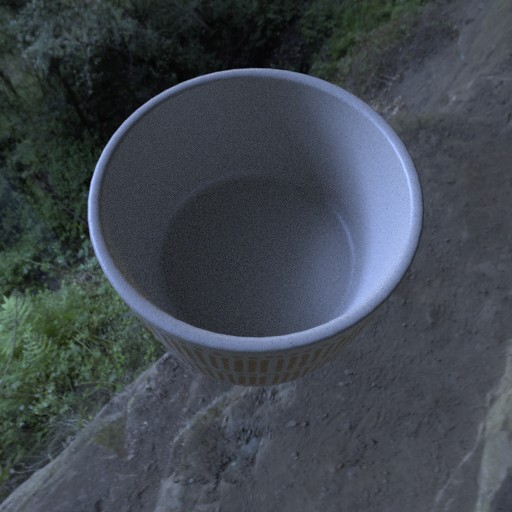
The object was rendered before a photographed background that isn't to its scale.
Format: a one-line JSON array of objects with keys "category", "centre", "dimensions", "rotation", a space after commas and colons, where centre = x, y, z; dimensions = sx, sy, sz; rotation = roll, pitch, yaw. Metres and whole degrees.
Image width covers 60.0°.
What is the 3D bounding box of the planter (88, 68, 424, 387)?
[{"category": "planter", "centre": [0.000, 0.000, 0.556], "dimensions": [0.317, 0.303, 0.317], "rotation": [0, 64, 0]}]
